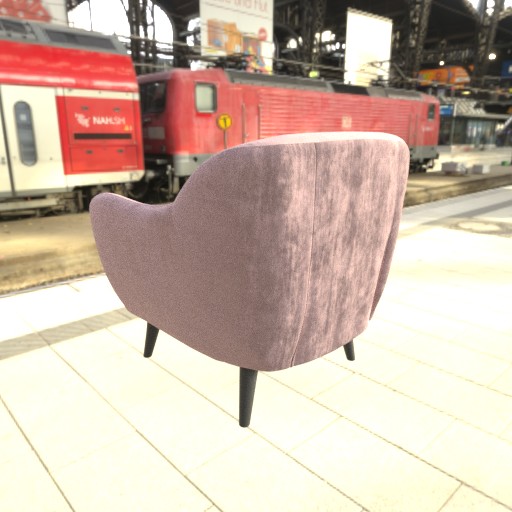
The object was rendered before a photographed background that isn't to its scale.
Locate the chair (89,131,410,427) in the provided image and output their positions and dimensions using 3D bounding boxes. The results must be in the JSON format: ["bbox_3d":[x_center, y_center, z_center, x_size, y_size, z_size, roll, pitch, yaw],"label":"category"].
[{"bbox_3d":[0.000,0.000,1.520,0.840,0.820,0.820,-15,21,-43],"label":"chair"}]
